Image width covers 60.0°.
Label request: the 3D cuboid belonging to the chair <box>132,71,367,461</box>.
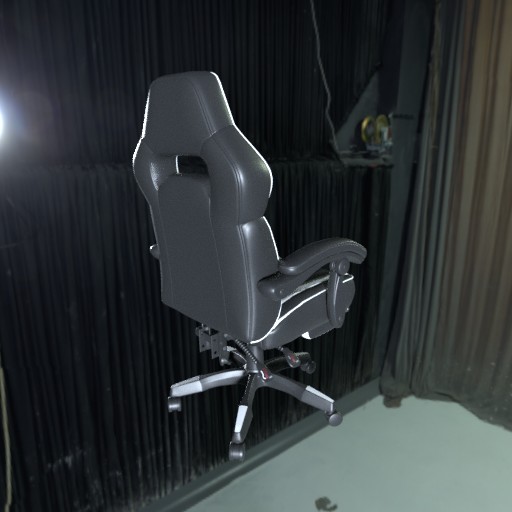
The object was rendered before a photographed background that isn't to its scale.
[{"bbox_3d":[0.000,0.000,1.623,0.700,1.200,0.676,-15,21,-42],"label":"chair"}]
